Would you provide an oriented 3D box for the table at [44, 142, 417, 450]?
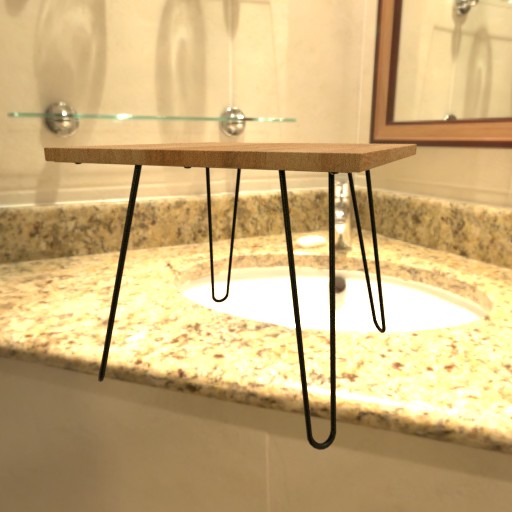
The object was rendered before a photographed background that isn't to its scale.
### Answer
[{"bbox_3d":[0.000,0.000,1.033,0.599,0.500,0.599,7,17,25],"label":"table"}]
